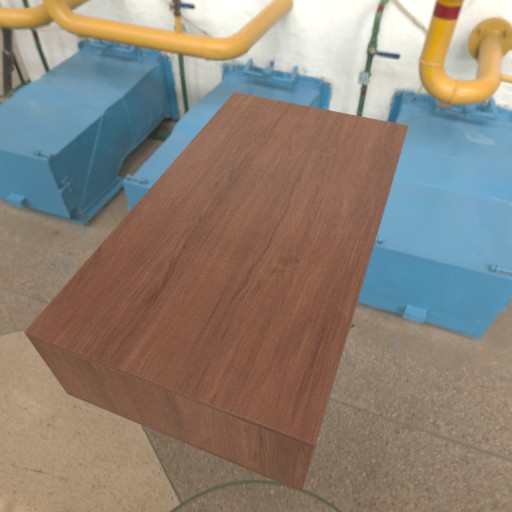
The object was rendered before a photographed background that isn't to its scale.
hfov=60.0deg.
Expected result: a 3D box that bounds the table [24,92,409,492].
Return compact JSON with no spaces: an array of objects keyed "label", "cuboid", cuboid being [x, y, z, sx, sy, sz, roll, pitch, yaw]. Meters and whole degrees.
[{"label":"table","cuboid":[0.000,0.000,1.243,0.600,0.380,1.020,16,49,14]}]
